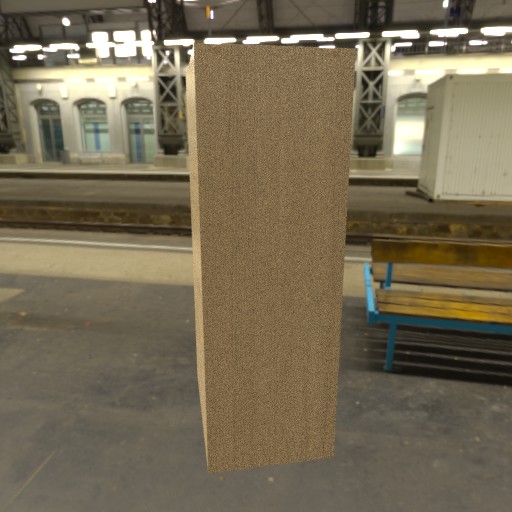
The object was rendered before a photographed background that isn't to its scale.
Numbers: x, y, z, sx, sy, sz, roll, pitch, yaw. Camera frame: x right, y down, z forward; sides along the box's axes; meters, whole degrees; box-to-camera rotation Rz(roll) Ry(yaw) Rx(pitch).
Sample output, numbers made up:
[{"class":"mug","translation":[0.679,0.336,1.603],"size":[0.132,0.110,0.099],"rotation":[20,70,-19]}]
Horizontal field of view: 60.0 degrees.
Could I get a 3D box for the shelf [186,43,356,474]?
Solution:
[{"class":"shelf","translation":[0.000,0.000,1.090],"size":[0.292,0.876,0.417],"rotation":[-3,16,-10]}]
